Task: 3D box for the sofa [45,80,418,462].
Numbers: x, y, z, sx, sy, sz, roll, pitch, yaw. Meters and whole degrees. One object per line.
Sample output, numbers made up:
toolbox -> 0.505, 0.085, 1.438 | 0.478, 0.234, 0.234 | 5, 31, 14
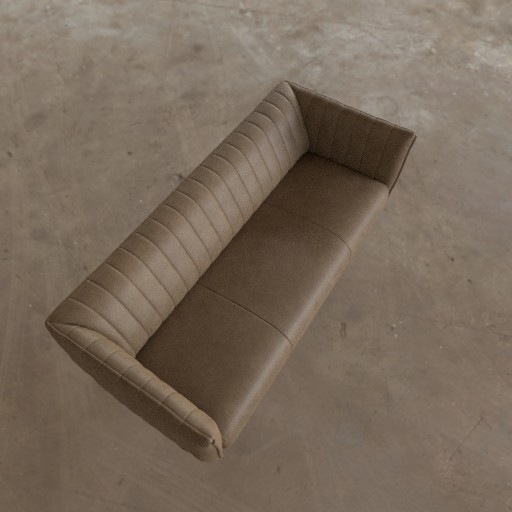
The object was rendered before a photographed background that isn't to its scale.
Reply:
sofa -> 0.000, 0.000, 2.421 | 0.876, 0.779, 1.980 | 29, 62, 17
